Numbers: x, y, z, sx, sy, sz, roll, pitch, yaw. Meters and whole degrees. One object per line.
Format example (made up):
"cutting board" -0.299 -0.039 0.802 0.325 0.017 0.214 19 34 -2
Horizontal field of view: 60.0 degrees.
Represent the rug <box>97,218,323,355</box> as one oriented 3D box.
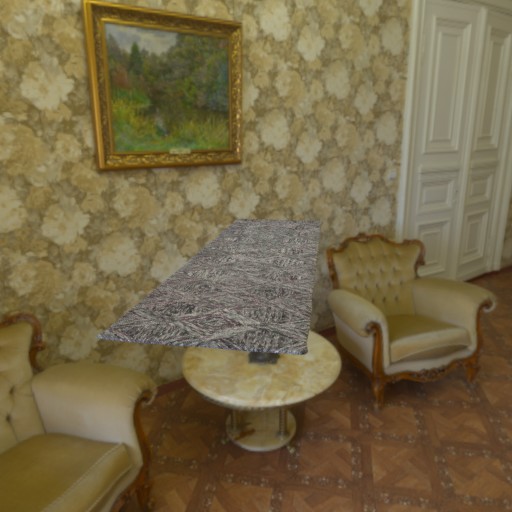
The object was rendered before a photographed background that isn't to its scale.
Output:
"rug" 0.000 0.000 2.540 0.719 0.013 2.305 2 15 9
